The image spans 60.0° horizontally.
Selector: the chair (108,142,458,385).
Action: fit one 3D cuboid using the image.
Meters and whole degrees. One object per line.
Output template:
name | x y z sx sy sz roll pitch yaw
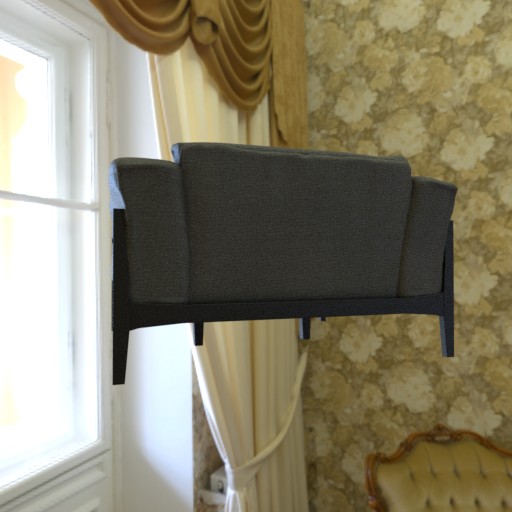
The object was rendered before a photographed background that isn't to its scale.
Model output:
chair | 0.000 0.000 1.672 1.056 0.646 0.969 0 -1 -18
